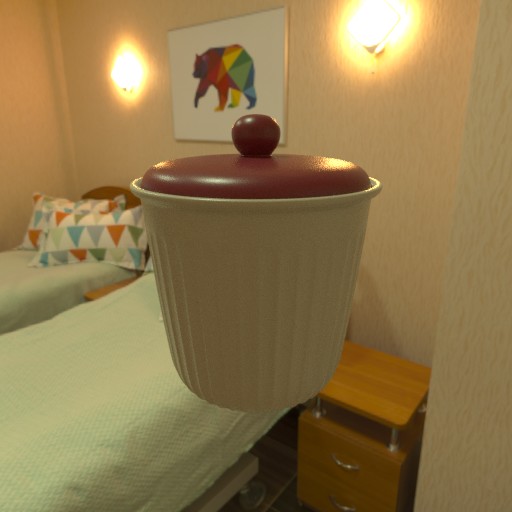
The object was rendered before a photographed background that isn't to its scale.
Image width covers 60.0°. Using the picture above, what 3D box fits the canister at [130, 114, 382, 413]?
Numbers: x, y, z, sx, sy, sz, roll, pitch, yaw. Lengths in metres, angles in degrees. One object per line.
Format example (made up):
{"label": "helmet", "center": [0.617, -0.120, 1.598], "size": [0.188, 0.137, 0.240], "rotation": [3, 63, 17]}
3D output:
{"label": "canister", "center": [0.000, 0.000, 0.345], "size": [0.181, 0.211, 0.181], "rotation": [0, 17, 0]}
